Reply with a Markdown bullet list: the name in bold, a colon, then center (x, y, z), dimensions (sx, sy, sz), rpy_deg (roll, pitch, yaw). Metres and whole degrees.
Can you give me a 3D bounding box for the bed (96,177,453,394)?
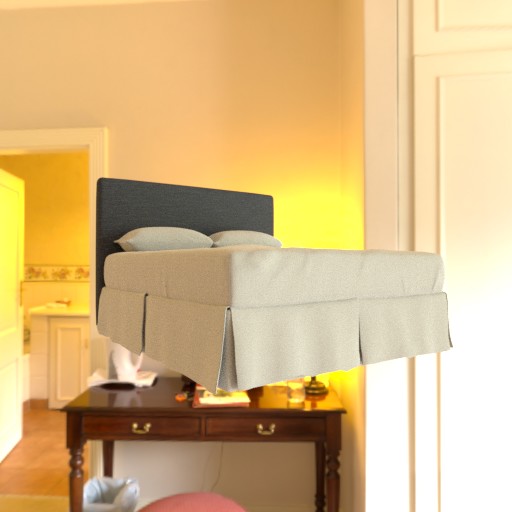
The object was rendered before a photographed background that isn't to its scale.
- **bed**: center (0.000, 0.000, 3.359), dimensions (1.884, 1.330, 2.142), rpy_deg (0, -1, -35)
